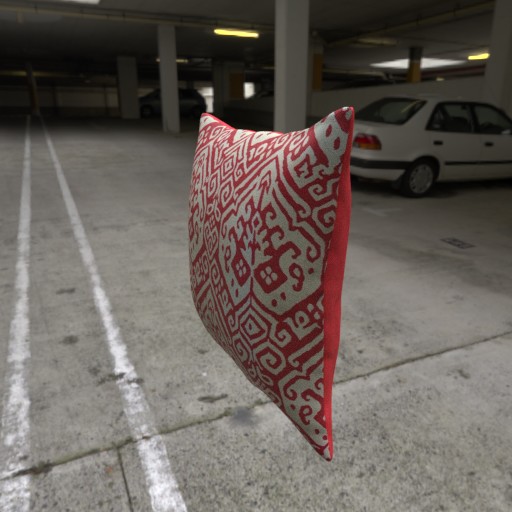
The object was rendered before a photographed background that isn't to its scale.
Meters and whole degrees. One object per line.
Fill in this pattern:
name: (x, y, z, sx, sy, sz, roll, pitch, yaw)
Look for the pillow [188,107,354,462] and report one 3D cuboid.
pillow: (0.000, 0.000, 0.811, 0.192, 0.507, 0.522, -8, 19, -24)
